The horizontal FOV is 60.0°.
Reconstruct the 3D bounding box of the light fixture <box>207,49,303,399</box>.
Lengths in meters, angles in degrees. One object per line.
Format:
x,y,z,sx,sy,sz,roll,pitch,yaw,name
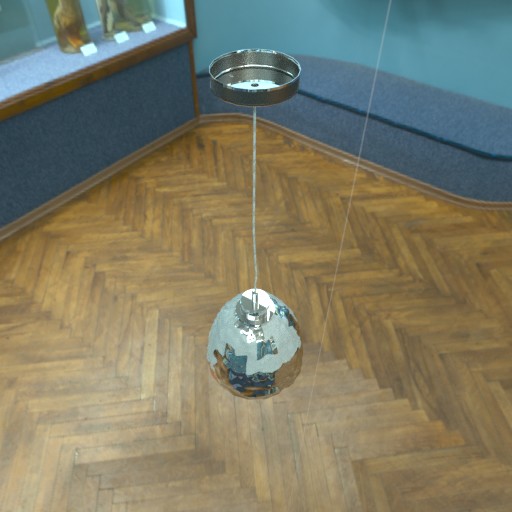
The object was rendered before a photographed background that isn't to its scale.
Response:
0.000,0.000,1.766,0.496,1.511,0.500,32,55,26,light fixture
